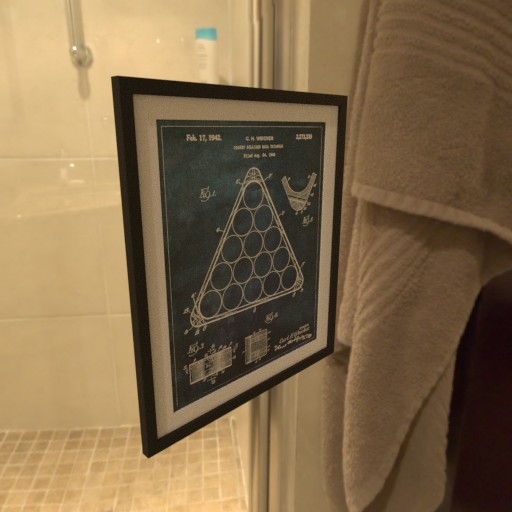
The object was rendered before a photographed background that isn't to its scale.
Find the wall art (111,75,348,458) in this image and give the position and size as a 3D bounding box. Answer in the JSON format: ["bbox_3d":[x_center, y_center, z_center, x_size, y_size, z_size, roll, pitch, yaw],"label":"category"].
[{"bbox_3d":[0.000,0.000,1.216,0.755,0.863,0.028,-15,22,-42],"label":"wall art"}]
